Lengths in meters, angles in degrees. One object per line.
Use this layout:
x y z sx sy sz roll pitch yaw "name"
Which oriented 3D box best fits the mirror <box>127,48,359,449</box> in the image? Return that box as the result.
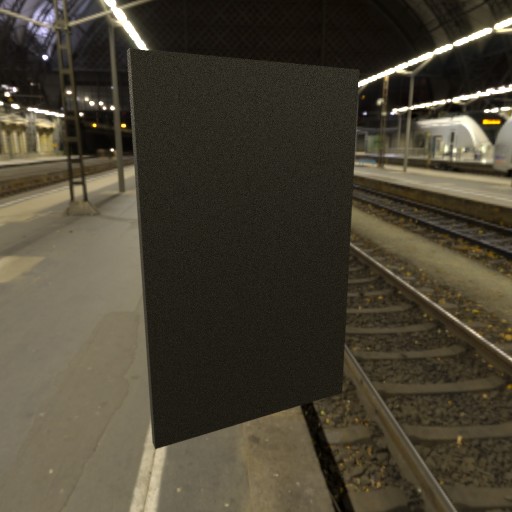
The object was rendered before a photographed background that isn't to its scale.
0.000 0.000 1.495 0.762 1.219 0.038 -7 16 -26 "mirror"
